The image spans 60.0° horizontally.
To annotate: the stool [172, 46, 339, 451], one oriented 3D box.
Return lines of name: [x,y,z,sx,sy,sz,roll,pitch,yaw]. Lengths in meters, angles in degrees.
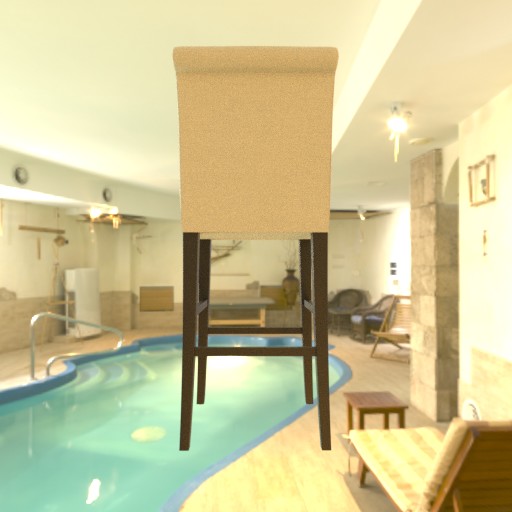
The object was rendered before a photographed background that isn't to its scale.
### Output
stool: [0.000,0.000,1.454,0.452,1.124,0.597,0,-1,0]
